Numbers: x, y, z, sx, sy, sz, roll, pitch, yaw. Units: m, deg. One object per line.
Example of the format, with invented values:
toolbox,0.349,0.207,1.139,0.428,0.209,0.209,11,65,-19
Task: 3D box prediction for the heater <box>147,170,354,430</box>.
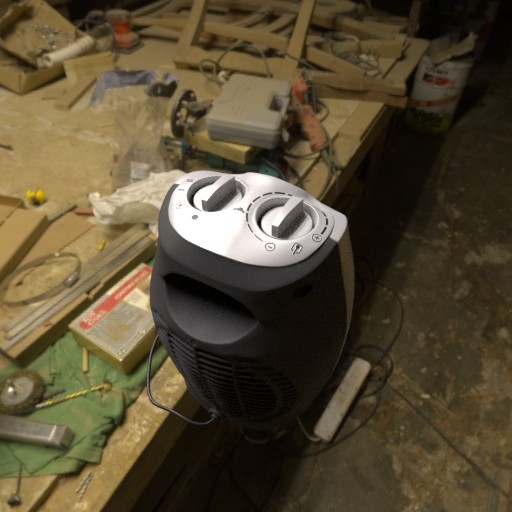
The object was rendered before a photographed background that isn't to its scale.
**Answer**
heater,0.000,0.000,0.463,0.239,0.240,0.291,22,49,20
